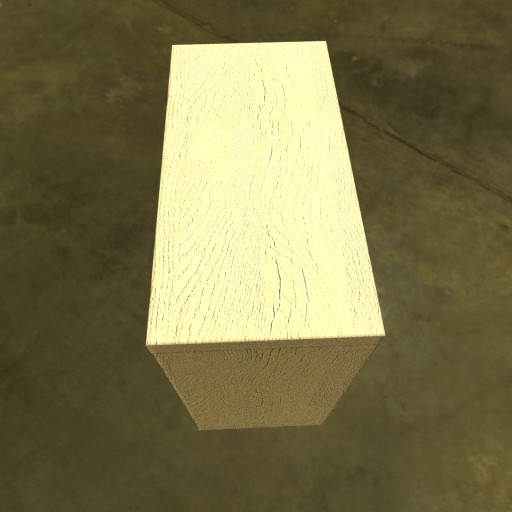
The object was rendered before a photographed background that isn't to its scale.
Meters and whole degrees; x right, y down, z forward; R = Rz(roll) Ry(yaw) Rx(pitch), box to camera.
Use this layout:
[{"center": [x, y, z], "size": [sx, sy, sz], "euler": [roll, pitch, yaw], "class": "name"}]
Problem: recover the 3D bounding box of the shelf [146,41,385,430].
[{"center": [0.000, 0.000, 1.261], "size": [0.390, 0.786, 0.790], "euler": [-2, 59, -1], "class": "shelf"}]
